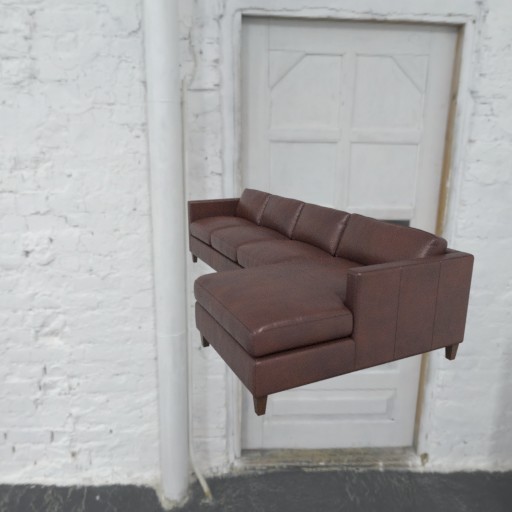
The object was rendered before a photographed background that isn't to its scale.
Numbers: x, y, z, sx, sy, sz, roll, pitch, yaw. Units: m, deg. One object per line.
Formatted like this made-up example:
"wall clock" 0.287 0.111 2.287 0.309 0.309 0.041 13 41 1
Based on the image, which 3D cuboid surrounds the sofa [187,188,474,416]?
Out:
"sofa" 0.000 0.000 3.960 1.581 0.883 3.203 -7 16 -25
